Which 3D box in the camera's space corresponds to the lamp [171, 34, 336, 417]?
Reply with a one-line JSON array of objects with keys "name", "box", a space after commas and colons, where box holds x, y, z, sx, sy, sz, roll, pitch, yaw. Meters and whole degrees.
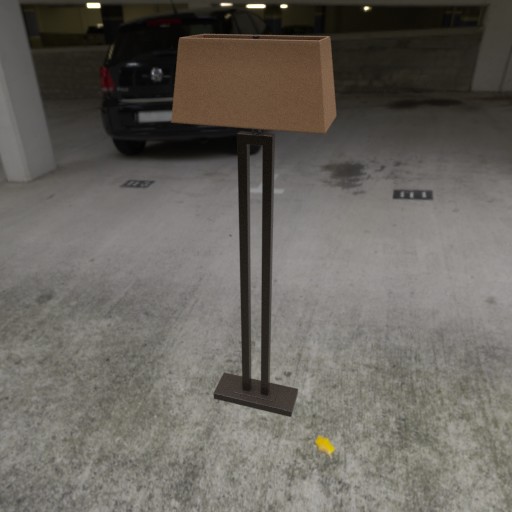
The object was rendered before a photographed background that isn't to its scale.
[{"name": "lamp", "box": [0.000, 0.000, 1.647, 0.475, 1.469, 0.233, 8, 31, 14]}]
